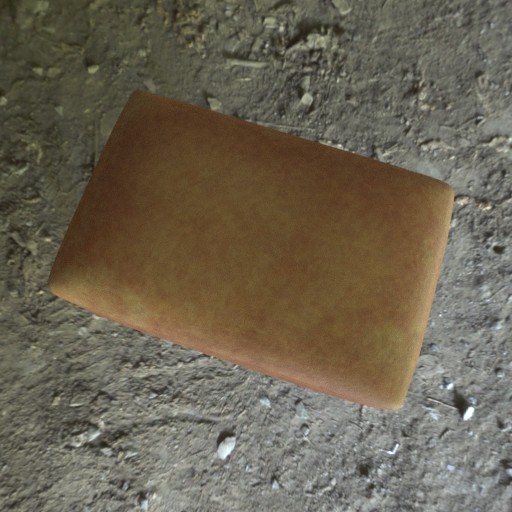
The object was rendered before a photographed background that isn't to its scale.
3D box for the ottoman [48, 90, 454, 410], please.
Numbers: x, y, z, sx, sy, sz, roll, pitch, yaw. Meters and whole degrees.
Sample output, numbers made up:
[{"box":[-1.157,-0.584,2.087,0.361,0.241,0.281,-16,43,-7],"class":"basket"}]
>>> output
[{"box":[0.000,0.000,1.193,0.852,0.507,0.565,18,77,4],"class":"ottoman"}]
